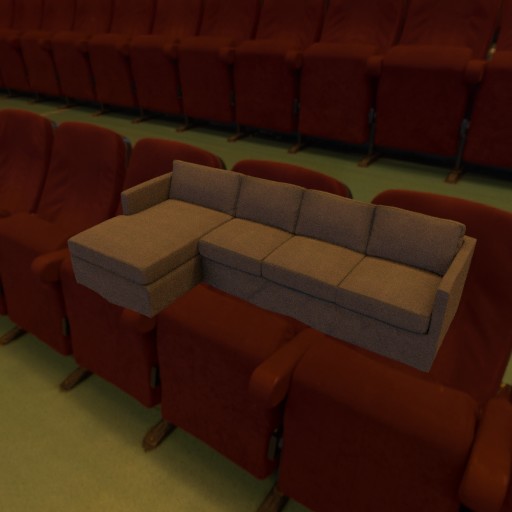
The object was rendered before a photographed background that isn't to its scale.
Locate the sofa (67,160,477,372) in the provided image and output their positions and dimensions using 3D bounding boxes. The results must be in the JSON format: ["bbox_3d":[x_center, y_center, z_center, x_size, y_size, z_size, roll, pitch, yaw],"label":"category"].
[{"bbox_3d":[0.000,0.000,3.875,3.205,0.922,1.650,18,35,29],"label":"sofa"}]
